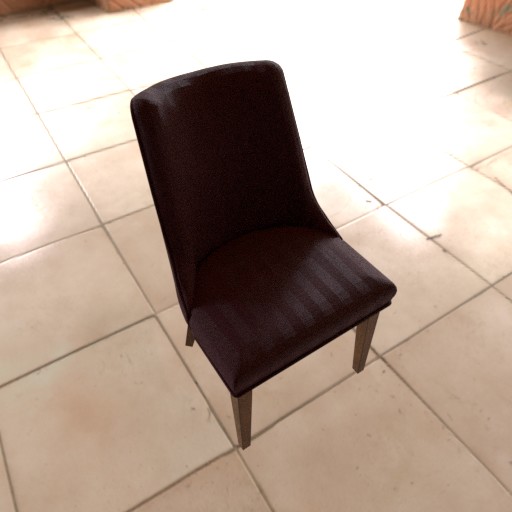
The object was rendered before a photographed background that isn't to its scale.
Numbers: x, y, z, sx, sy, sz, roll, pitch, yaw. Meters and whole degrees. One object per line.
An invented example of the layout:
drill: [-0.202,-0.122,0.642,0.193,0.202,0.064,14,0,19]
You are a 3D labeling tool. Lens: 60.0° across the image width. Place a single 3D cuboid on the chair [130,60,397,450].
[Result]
chair: [0.000,0.000,1.317,0.548,0.916,0.638,-25,51,-22]
